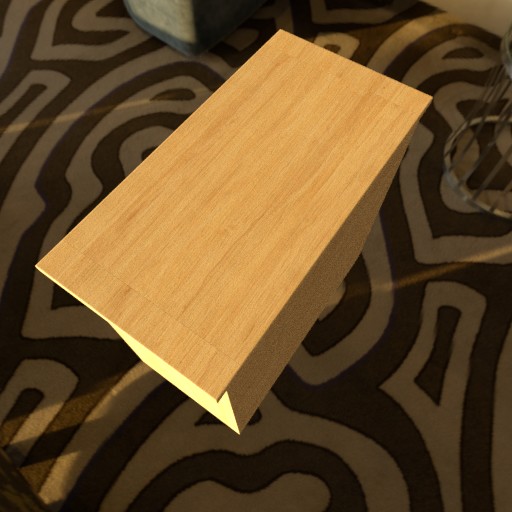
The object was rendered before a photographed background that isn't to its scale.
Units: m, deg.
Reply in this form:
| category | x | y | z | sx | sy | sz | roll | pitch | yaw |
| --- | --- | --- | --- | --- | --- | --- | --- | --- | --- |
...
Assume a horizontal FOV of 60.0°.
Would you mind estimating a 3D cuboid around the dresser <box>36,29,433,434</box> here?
| category | x | y | z | sx | sy | sz | roll | pitch | yaw |
| --- | --- | --- | --- | --- | --- | --- | --- | --- | --- |
| dresser | 0.000 | 0.000 | 1.217 | 0.410 | 0.730 | 0.800 | 32 | 67 | 15 |
